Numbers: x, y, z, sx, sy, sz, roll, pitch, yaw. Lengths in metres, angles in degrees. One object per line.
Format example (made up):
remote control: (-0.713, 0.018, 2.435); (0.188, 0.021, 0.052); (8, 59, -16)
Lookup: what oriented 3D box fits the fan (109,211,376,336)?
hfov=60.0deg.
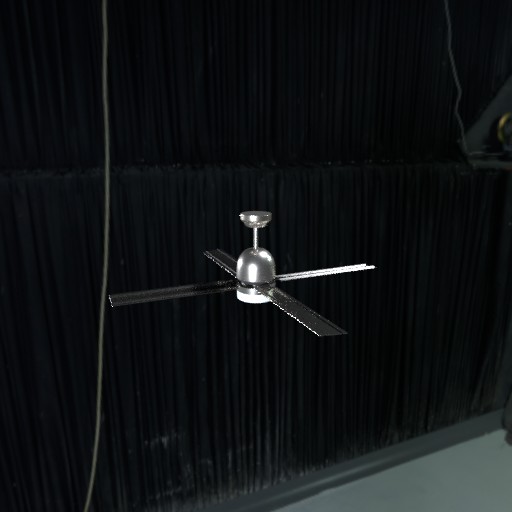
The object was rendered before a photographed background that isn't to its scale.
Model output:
fan: (0.000, 0.000, 2.105); (1.346, 0.406, 1.346); (-7, 16, -24)
